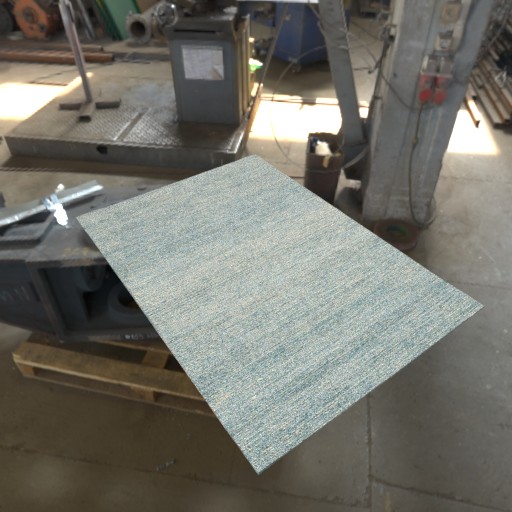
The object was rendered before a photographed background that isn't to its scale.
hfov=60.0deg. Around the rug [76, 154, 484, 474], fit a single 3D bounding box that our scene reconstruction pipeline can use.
[{"bbox_3d":[0.000,0.000,2.873,1.611,0.026,2.260,-25,47,-26],"label":"rug"}]
